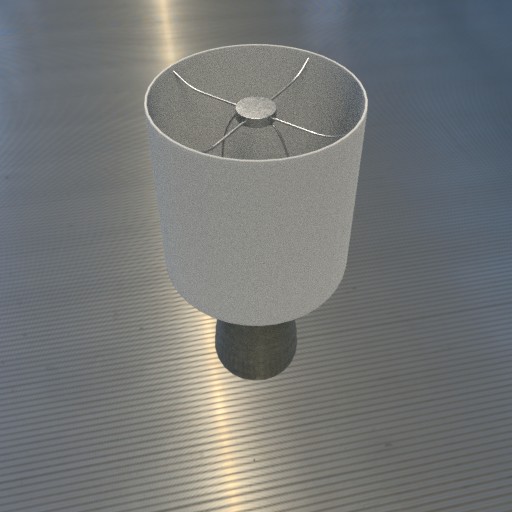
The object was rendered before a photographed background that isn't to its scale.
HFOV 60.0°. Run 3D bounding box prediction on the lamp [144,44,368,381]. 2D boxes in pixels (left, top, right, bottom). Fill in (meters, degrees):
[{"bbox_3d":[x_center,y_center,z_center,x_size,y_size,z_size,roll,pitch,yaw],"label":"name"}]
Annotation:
[{"bbox_3d":[0.000,0.000,0.468,0.186,0.369,0.186,0,49,0],"label":"lamp"}]
